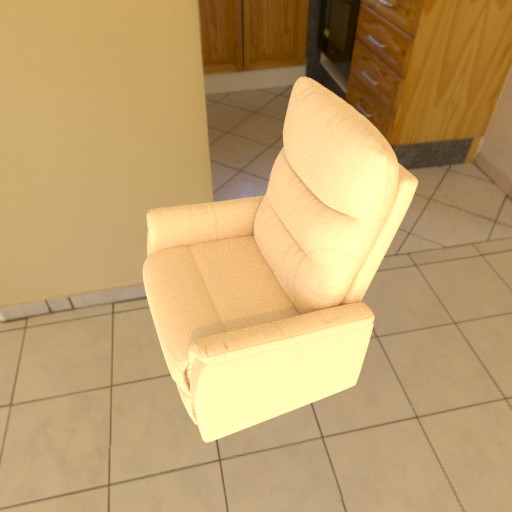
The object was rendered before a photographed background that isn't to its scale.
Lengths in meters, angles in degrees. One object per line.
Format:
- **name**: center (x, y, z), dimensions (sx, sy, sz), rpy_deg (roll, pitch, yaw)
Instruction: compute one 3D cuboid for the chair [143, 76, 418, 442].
- **chair**: center (0.000, 0.000, 1.654), dimensions (0.831, 1.082, 0.775), rpy_deg (-15, 46, -16)
